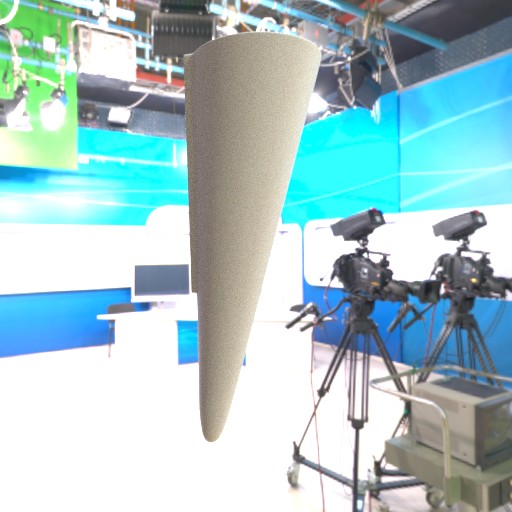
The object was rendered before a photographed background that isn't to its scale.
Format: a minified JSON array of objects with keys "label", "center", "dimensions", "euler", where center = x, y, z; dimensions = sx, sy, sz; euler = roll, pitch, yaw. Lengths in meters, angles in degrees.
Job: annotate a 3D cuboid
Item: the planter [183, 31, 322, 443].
[{"label":"planter","center":[0.000,0.000,0.220],"dimensions":[0.064,0.193,0.057],"euler":[0,1,18]}]
